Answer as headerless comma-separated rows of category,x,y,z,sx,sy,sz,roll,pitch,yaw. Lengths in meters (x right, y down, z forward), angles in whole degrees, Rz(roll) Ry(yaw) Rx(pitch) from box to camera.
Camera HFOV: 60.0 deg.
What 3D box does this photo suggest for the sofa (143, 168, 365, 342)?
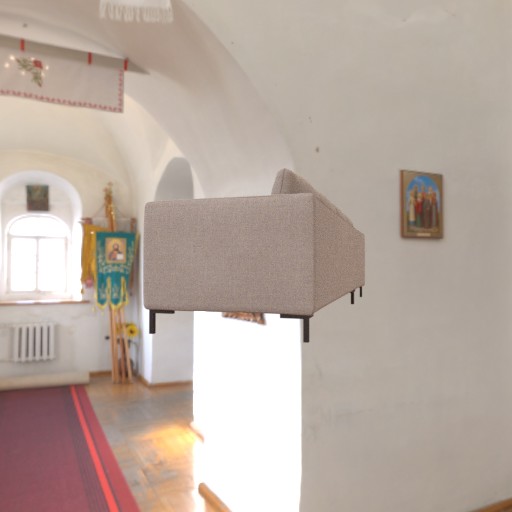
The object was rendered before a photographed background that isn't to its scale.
sofa,0.000,0.000,3.513,1.469,0.816,2.923,0,-1,18
